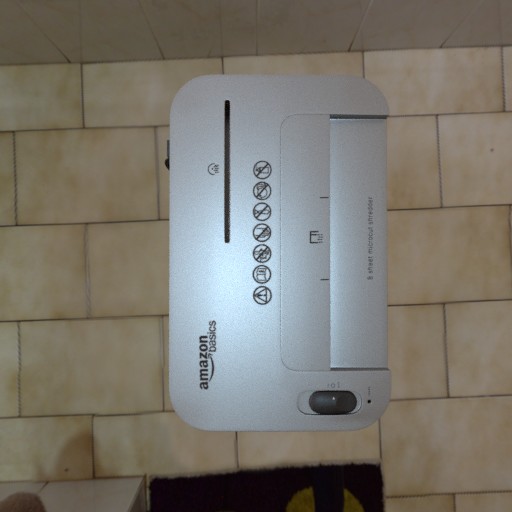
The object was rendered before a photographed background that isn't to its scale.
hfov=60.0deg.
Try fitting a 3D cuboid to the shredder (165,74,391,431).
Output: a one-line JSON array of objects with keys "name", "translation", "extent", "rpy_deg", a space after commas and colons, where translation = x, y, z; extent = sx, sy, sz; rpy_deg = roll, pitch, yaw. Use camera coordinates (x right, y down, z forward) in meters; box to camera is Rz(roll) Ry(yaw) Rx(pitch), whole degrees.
[{"name": "shredder", "translation": [0.000, 0.000, 0.592], "extent": [0.237, 0.419, 0.311], "rpy_deg": [0, 89, -1]}]
